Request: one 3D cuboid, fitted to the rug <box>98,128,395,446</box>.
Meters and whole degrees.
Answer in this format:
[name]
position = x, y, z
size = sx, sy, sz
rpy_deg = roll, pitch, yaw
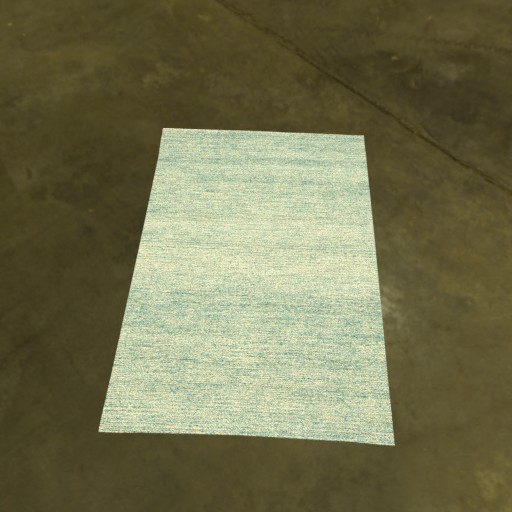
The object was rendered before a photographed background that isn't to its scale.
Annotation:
[rug]
position = 0.000, 0.000, 2.970
size = 1.613, 0.030, 2.306
rpy_deg = 3, 60, 1
